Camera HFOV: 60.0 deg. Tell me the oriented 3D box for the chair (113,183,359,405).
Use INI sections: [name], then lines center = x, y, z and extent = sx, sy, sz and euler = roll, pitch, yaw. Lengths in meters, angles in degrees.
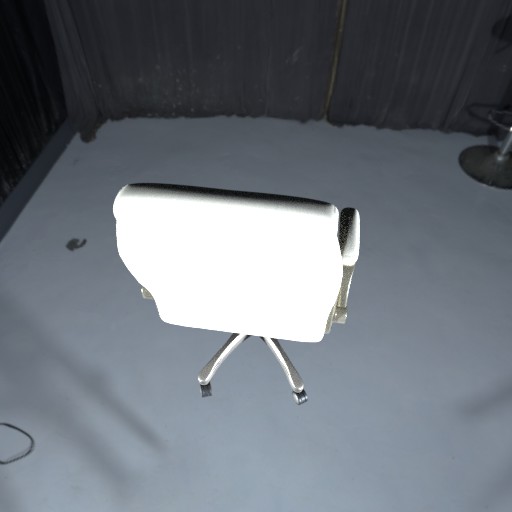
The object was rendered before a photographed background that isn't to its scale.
[chair]
center = 0.000, 0.000, 1.594
extent = 0.740, 1.110, 0.794
euler = 4, 48, 4
